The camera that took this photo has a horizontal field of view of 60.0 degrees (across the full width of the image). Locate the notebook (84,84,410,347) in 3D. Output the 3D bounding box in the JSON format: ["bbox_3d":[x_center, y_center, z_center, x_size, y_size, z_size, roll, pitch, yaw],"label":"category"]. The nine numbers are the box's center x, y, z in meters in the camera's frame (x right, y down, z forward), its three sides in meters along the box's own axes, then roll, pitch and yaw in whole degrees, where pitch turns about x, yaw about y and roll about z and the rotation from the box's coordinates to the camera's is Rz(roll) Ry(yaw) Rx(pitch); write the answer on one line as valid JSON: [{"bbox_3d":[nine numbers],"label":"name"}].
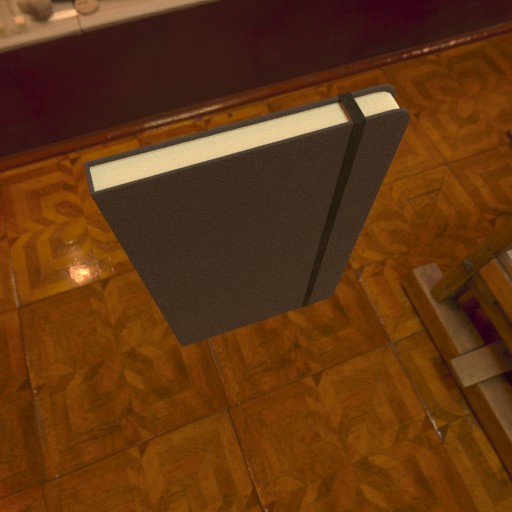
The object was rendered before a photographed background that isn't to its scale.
[{"bbox_3d":[0.000,0.000,0.262,0.127,0.213,0.016,-17,65,-8],"label":"notebook"}]
